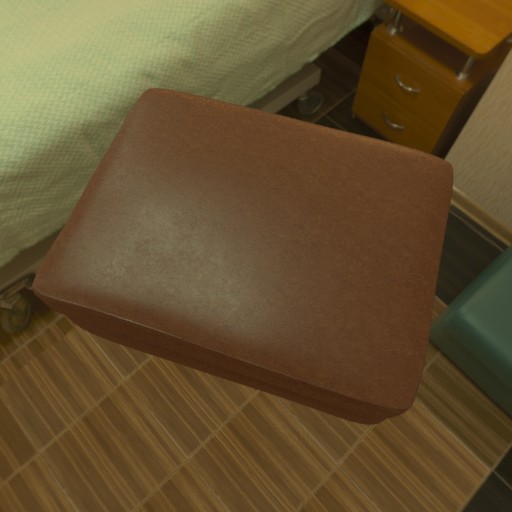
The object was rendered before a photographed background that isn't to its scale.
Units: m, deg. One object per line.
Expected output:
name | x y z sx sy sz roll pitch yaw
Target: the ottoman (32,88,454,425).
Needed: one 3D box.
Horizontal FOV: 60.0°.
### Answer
ottoman | 0.000 0.000 1.197 0.851 0.485 0.650 16 66 8
